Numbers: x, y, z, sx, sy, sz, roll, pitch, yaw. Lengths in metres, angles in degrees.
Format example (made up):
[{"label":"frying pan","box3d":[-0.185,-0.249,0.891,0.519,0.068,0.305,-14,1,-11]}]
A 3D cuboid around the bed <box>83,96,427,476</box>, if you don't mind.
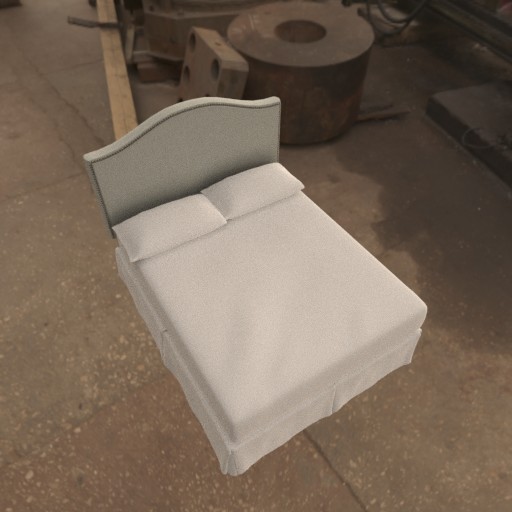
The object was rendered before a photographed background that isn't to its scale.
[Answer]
[{"label":"bed","box3d":[0.000,0.000,3.416,1.813,1.607,2.180,-25,51,-21]}]
